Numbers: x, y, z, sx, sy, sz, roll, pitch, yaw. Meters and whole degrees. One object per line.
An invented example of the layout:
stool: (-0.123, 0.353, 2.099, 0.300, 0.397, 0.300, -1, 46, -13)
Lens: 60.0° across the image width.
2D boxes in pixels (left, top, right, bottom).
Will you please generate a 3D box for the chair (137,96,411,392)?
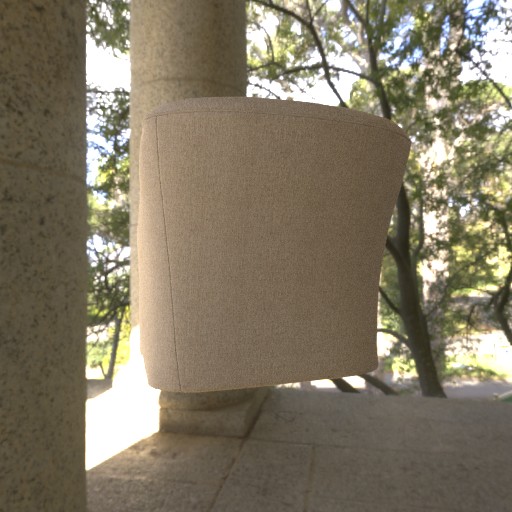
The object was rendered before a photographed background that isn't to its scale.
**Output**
chair: (0.000, 0.000, 1.620, 0.864, 0.856, 0.923, 0, 0, -19)
